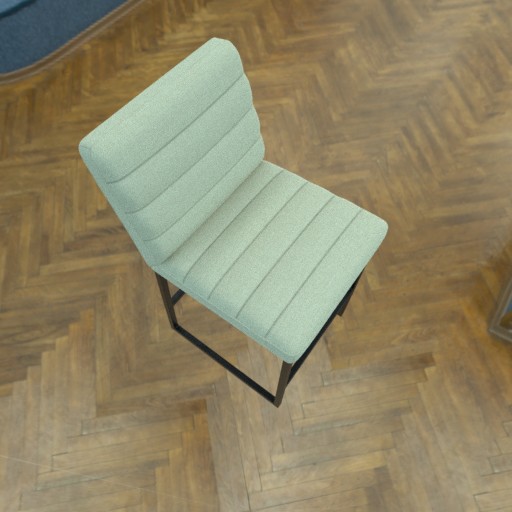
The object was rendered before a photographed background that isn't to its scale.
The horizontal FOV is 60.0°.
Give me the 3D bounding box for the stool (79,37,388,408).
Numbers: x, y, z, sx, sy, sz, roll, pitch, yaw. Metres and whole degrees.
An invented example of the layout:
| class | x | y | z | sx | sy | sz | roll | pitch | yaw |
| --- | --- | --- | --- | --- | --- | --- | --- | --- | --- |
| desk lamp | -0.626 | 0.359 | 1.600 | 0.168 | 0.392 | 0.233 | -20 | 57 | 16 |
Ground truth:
| class | x | y | z | sx | sy | sz | roll | pitch | yaw |
| --- | --- | --- | --- | --- | --- | --- | --- | --- | --- |
| stool | 0.000 | 0.000 | 1.274 | 0.560 | 0.940 | 0.460 | 33 | 65 | 17 |
